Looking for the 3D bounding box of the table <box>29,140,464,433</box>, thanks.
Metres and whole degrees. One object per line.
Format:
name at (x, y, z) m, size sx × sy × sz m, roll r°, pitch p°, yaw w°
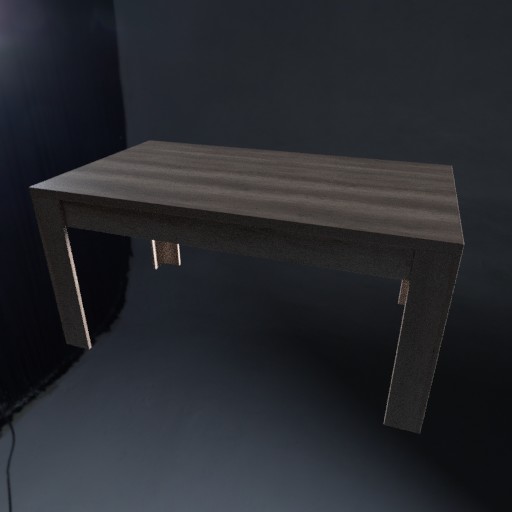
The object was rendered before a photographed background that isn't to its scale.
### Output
table at (0.000, 0.000, 2.080) m, size 1.600 × 0.775 × 0.900 m, roll 9°, pitch 28°, yaw 17°
